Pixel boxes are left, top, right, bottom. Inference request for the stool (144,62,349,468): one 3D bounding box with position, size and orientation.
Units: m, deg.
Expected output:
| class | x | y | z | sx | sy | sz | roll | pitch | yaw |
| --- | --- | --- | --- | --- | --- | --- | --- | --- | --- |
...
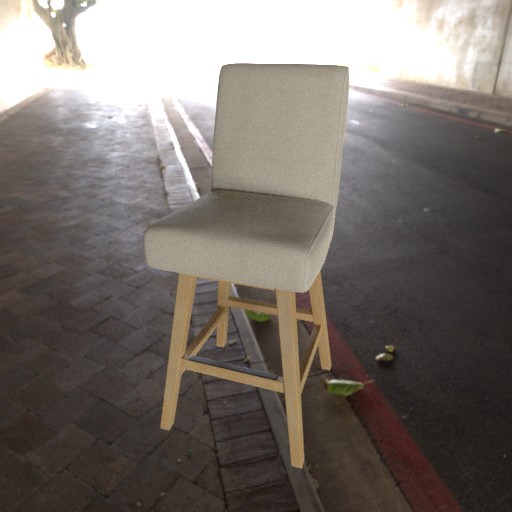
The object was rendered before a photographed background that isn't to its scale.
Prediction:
| class | x | y | z | sx | sy | sz | roll | pitch | yaw |
| --- | --- | --- | --- | --- | --- | --- | --- | --- | --- |
| stool | 0.000 | 0.000 | 1.294 | 0.446 | 1.015 | 0.543 | 8 | 27 | 17 |
